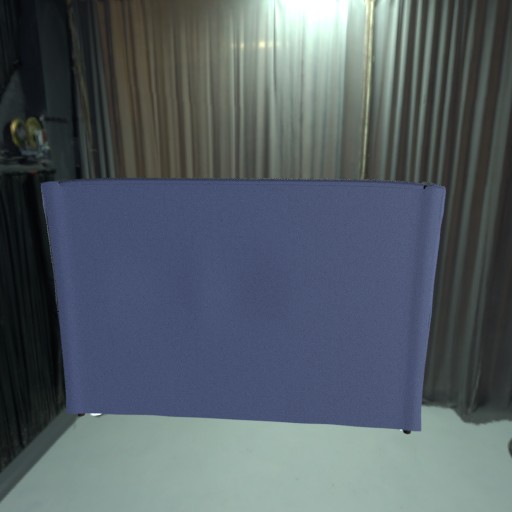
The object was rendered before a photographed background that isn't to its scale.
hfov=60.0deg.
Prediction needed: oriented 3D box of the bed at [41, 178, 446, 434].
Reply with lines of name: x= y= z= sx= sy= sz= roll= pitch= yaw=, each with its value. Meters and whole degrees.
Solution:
bed: x=0.000 y=0.000 z=3.298 sx=1.925 sy=1.332 sz=2.276 roll=1 pitch=15 yaw=5
